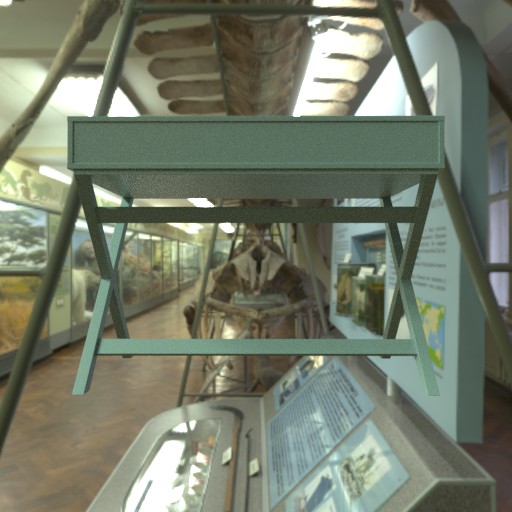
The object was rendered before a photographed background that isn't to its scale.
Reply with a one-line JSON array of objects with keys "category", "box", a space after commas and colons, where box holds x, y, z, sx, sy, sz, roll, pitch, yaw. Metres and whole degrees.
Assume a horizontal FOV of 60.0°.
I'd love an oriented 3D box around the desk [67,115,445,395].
[{"category": "desk", "box": [0.000, 0.000, 1.489, 1.059, 0.780, 0.509, 0, 0, 1]}]
